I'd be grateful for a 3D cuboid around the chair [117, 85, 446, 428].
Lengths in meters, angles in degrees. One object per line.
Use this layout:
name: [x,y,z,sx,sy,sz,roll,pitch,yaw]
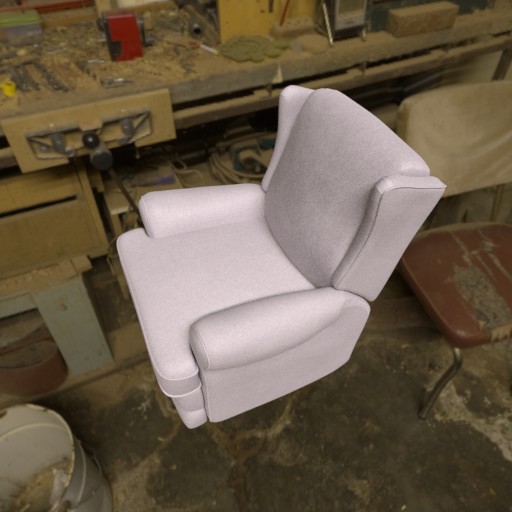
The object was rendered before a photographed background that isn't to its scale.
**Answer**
chair: [0.000,0.000,1.703,0.969,1.011,0.847,-17,48,-16]
